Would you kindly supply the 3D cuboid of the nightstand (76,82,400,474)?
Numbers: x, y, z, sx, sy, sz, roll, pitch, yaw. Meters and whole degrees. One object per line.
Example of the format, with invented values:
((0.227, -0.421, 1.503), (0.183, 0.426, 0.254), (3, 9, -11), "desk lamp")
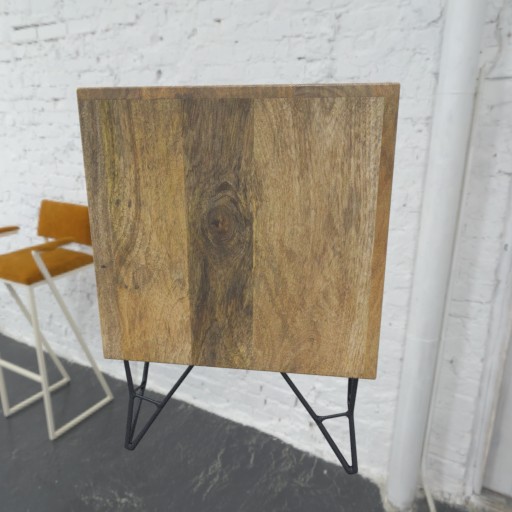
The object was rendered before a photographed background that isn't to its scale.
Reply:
((0.000, 0.000, 0.832), (0.406, 0.559, 0.457), (2, 16, 8), "nightstand")
